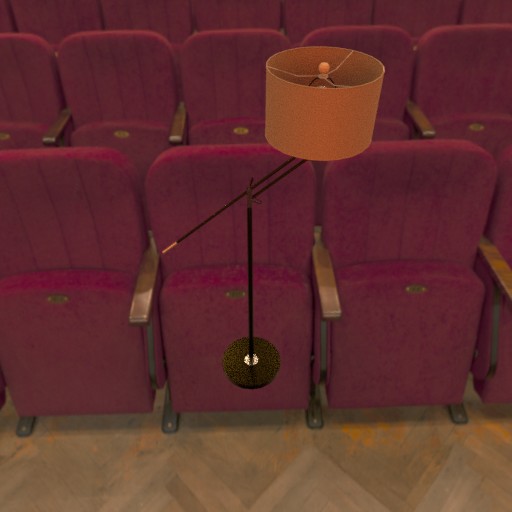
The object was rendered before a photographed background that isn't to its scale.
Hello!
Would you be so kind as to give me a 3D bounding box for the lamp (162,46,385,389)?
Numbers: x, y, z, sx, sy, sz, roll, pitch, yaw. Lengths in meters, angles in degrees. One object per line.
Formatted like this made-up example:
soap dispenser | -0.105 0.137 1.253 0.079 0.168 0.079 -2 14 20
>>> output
lamp | 0.000 0.000 1.948 0.809 1.635 0.373 -1 42 -1
